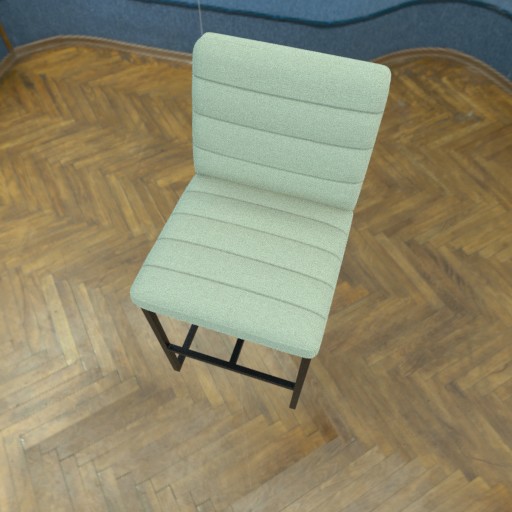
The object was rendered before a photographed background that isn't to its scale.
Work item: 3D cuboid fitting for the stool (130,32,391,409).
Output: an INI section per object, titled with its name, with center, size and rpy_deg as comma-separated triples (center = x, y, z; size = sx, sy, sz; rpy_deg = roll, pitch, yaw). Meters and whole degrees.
[stool]
center = 0.000, 0.000, 1.242
size = 0.460, 0.940, 0.560
rpy_deg = 15, 59, 9
